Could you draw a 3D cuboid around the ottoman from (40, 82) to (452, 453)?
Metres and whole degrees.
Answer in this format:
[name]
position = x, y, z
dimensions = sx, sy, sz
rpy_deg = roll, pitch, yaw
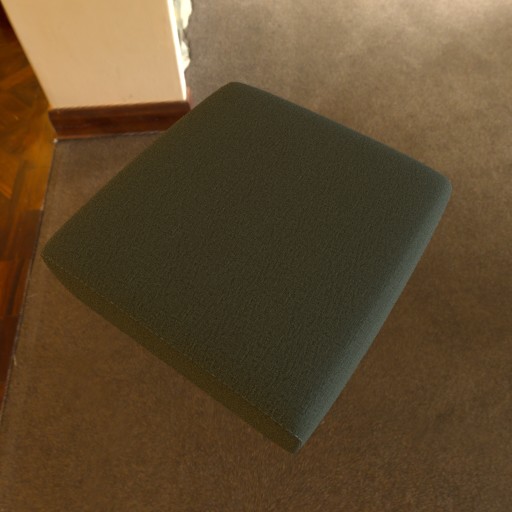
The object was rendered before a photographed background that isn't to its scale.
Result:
[ottoman]
position = 0.000, 0.000, 1.051
dimensions = 0.649, 0.398, 0.650
rpy_deg = 31, 63, 17
